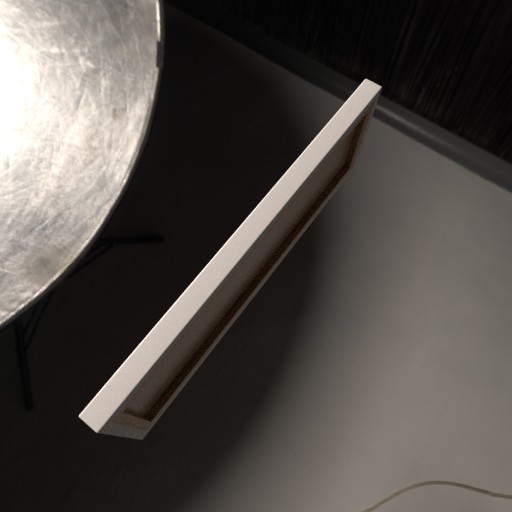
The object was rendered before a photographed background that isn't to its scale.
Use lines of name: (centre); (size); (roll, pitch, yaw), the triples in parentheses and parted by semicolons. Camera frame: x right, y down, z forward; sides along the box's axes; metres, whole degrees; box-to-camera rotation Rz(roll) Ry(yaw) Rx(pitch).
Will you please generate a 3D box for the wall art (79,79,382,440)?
wall art: (0.000, 0.000, 0.840); (0.038, 0.255, 0.763); (34, 70, 14)
